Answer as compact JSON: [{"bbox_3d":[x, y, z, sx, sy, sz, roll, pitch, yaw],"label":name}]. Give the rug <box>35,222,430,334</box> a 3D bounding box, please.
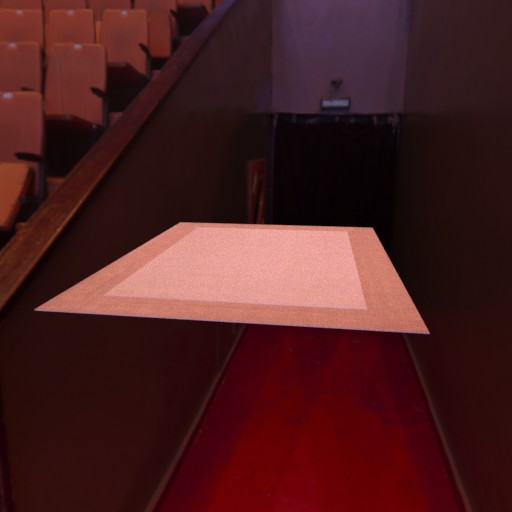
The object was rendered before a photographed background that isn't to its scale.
[{"bbox_3d":[0.000,0.000,4.140,2.438,0.014,3.048,2,15,8],"label":"rug"}]
